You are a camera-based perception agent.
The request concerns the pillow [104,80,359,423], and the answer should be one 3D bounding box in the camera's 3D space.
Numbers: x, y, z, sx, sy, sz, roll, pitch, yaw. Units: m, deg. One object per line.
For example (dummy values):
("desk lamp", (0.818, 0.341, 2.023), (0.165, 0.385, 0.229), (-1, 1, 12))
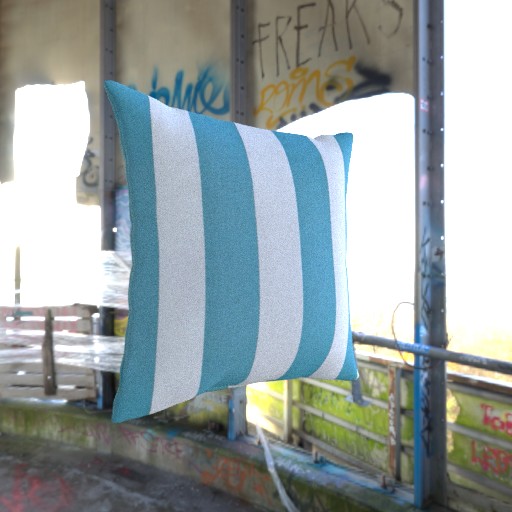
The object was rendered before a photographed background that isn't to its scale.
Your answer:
("pillow", (0.000, 0.000, 0.801), (0.536, 0.526, 0.189), (0, 0, -35))
